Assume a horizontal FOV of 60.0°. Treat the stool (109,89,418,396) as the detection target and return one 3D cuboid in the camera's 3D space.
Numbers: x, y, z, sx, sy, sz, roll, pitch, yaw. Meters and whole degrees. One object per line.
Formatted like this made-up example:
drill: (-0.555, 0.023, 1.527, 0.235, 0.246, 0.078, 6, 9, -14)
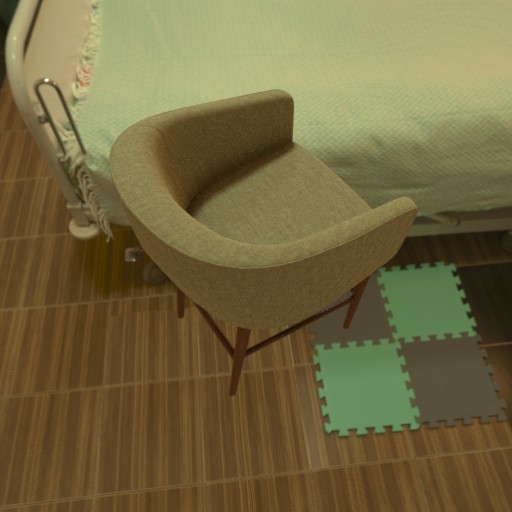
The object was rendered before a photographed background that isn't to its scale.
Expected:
stool: (0.000, 0.000, 1.368, 0.635, 0.952, 0.559, -31, 62, -18)
